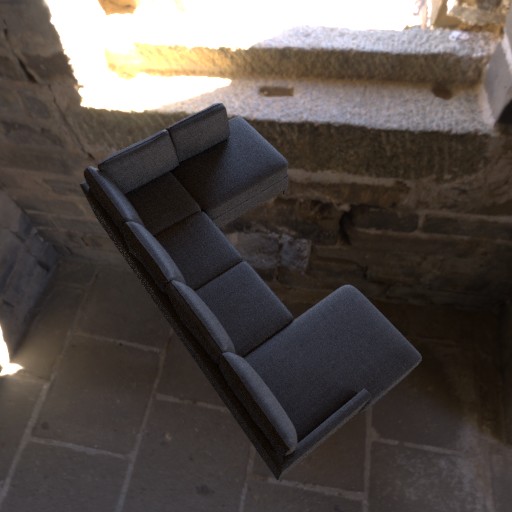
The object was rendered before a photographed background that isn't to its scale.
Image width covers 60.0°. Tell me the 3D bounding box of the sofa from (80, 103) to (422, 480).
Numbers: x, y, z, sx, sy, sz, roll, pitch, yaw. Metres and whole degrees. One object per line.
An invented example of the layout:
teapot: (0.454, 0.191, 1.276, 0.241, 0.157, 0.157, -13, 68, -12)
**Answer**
sofa: (0.000, 0.000, 4.367, 2.048, 0.999, 3.423, -33, 64, -18)
